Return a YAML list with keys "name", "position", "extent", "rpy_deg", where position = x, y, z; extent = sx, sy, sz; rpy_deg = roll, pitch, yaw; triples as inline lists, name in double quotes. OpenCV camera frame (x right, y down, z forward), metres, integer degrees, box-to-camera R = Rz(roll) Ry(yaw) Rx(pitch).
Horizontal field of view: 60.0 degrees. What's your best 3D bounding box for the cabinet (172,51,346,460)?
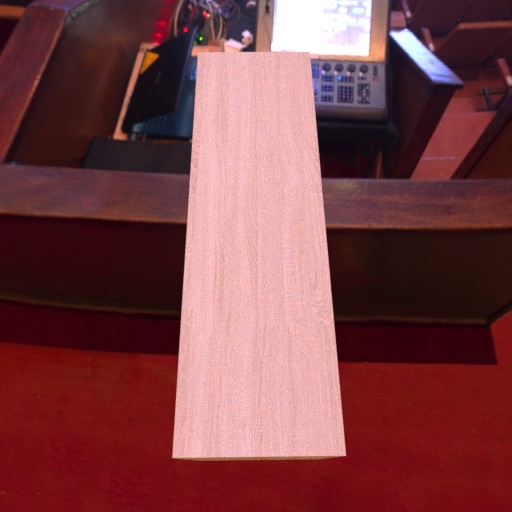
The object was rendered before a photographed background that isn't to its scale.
- name: "cabinet"
  position: [0.000, 0.000, 1.980]
  extent: [0.500, 0.780, 1.649]
  rpy_deg: [-1, 65, 0]
